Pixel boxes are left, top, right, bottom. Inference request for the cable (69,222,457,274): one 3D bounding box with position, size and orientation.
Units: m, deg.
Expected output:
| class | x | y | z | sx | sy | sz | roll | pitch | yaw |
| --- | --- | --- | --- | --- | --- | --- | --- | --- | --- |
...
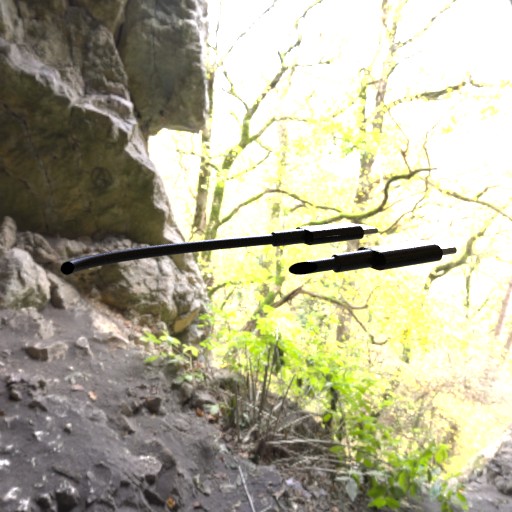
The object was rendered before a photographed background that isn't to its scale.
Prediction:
| class | x | y | z | sx | sy | sz | roll | pitch | yaw |
| --- | --- | --- | --- | --- | --- | --- | --- | --- | --- |
| cable | 0.000 | 0.000 | 0.111 | 0.098 | 0.005 | 0.041 | -7 | 16 | -26 |
